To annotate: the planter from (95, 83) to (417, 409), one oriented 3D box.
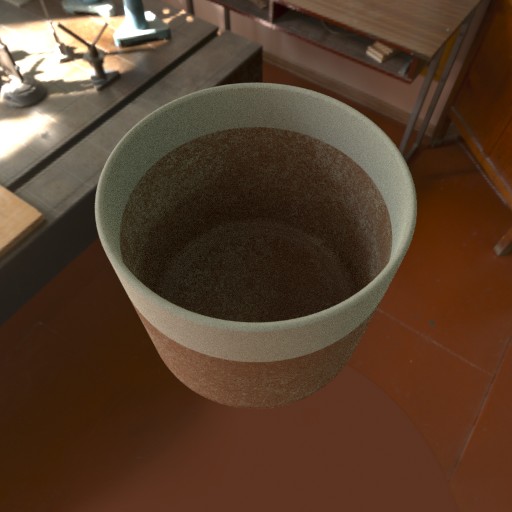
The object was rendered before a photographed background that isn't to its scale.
[{"bbox_3d":[0.000,0.000,0.279,0.159,0.138,0.159,0,58,0],"label":"planter"}]
